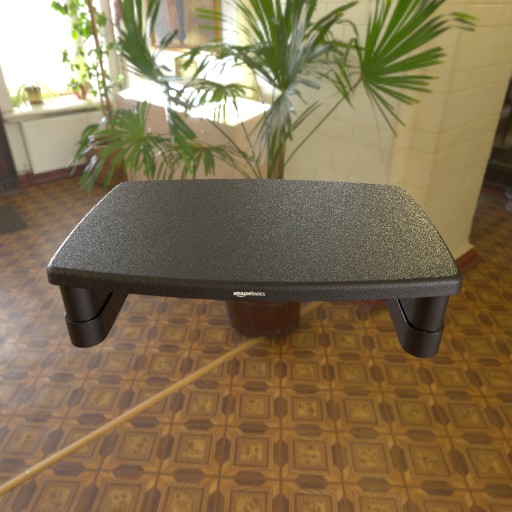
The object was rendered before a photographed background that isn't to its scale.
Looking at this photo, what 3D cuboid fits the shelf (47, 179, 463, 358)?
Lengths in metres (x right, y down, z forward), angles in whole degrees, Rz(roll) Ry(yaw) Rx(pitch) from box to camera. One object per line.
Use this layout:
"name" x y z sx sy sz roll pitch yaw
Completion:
"shelf" 0.000 0.000 0.538 0.410 0.100 0.280 1 30 2
